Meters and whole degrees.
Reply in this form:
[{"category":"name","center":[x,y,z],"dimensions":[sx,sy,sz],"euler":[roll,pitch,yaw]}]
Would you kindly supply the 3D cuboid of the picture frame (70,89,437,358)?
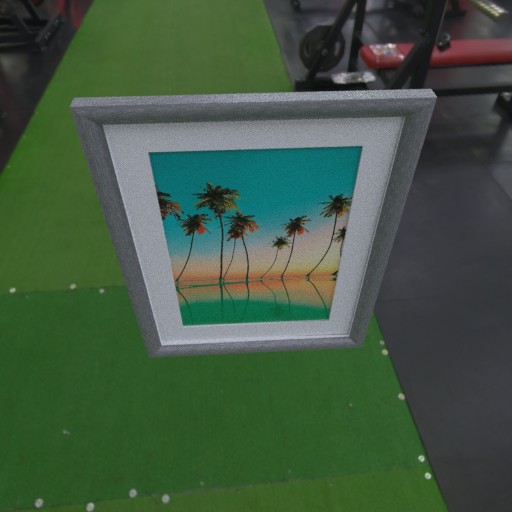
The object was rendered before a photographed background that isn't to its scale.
[{"category":"picture frame","center":[0.000,0.000,0.751],"dimensions":[0.454,0.559,0.029],"euler":[-2,45,-2]}]
